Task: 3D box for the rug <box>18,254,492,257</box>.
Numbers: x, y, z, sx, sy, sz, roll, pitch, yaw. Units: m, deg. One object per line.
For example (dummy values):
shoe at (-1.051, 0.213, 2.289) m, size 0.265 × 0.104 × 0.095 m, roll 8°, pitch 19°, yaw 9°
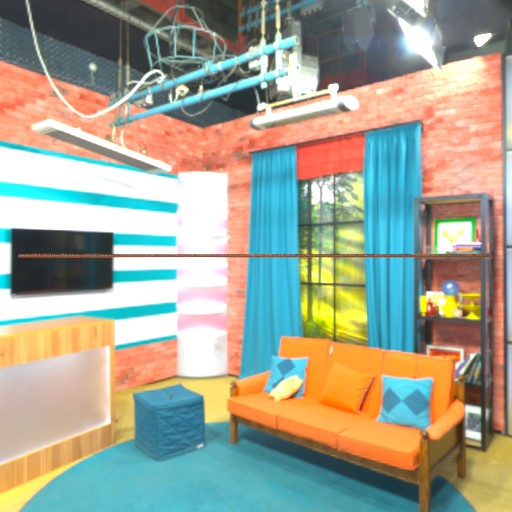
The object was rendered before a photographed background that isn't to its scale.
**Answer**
rug at (0.000, 0.000, 2.443) m, size 2.274 × 0.016 × 0.651 m, roll 0°, pitch 0°, yaw -1°
